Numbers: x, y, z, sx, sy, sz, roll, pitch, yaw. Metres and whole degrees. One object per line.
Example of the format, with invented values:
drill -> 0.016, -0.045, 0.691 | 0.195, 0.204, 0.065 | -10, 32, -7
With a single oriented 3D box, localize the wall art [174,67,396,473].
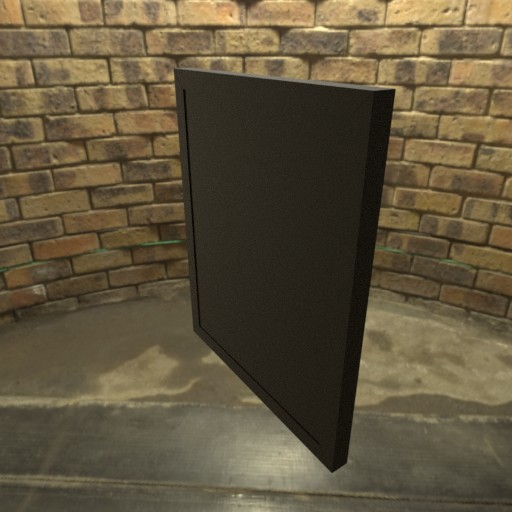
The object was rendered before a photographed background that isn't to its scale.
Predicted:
wall art -> 0.000, 0.000, 0.740 | 0.033, 0.559, 0.457 | -17, 31, -31
